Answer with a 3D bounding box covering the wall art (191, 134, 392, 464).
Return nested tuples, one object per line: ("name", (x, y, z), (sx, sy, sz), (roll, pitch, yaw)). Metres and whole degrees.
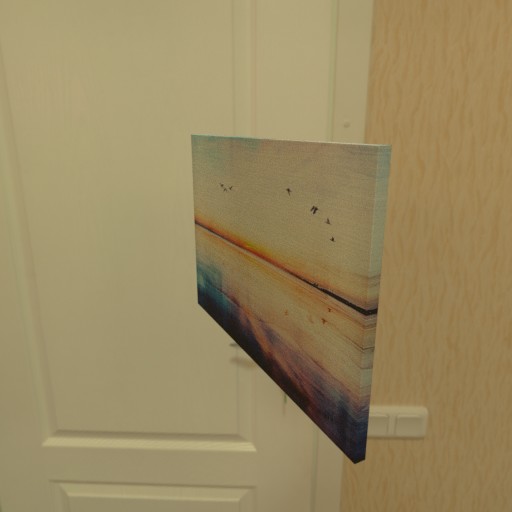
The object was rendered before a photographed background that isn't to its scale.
("wall art", (0.000, 0.000, 0.780), (0.018, 0.402, 0.604), (-8, 18, -25))
